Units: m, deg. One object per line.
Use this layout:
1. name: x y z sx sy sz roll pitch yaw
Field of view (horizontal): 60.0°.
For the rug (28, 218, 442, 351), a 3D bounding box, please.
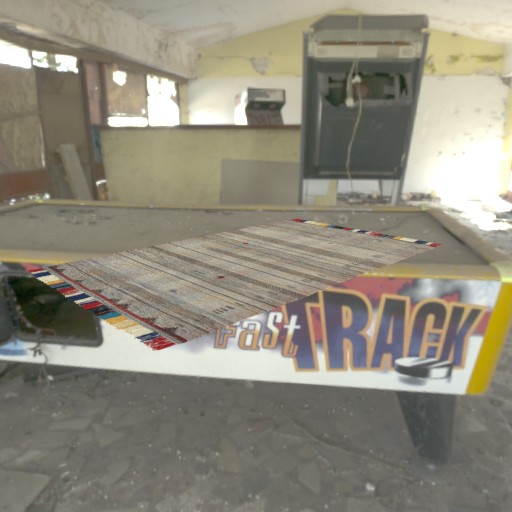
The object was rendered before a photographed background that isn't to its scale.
1. rug: 0.000 0.000 2.976 2.465 0.012 1.465 -14 21 -42
